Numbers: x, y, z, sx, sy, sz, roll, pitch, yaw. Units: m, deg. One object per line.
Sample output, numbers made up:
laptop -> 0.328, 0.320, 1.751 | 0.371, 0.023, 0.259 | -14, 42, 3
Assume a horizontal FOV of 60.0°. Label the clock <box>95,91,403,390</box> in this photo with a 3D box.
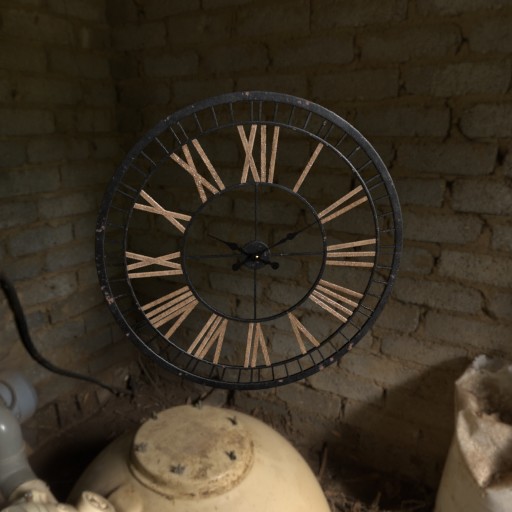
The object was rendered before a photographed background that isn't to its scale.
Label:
clock -> 0.000, 0.000, 1.206 | 0.843, 0.843, 0.025 | -2, 17, -7
